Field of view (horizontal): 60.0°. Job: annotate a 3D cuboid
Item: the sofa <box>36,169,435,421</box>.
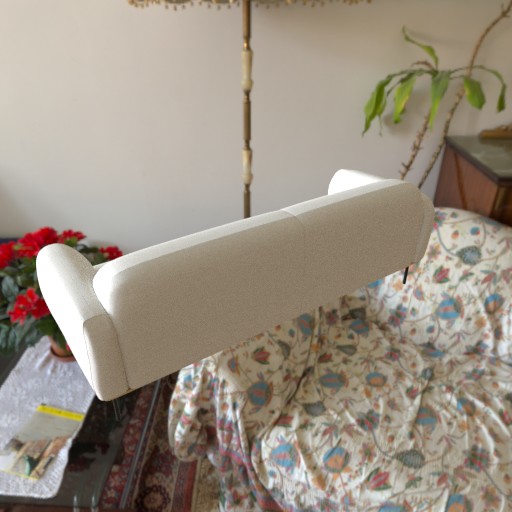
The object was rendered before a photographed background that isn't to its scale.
[{"bbox_3d":[0.000,0.000,2.608,2.257,0.780,0.880,-19,35,-30],"label":"sofa"}]
